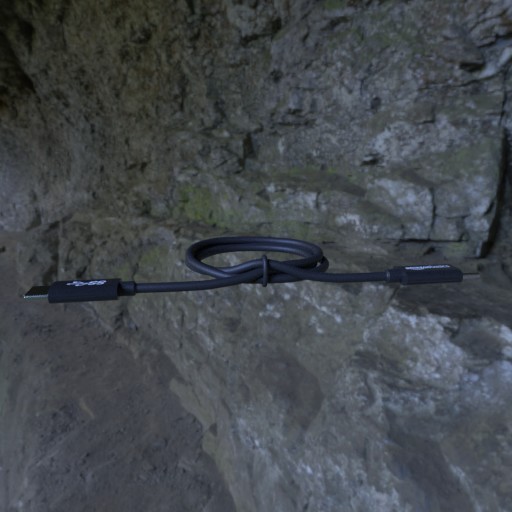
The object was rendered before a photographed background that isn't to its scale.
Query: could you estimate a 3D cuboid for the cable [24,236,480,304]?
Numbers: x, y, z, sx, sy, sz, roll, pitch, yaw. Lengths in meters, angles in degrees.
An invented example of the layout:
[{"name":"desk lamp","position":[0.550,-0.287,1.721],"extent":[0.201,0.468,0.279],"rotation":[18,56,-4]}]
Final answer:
[{"name":"cable","position":[0.000,0.000,0.209],"extent":[0.186,0.014,0.070],"rotation":[-2,16,-8]}]
